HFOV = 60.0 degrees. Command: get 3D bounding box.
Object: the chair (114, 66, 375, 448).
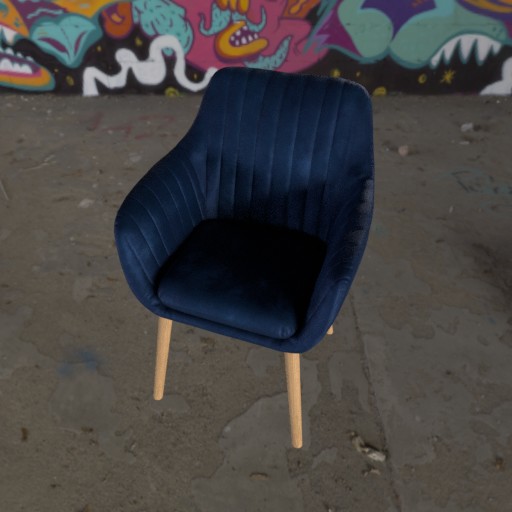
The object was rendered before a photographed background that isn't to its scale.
[{"bbox_3d":[0.000,0.000,1.229,0.578,0.826,0.573,13,42,15],"label":"chair"}]
